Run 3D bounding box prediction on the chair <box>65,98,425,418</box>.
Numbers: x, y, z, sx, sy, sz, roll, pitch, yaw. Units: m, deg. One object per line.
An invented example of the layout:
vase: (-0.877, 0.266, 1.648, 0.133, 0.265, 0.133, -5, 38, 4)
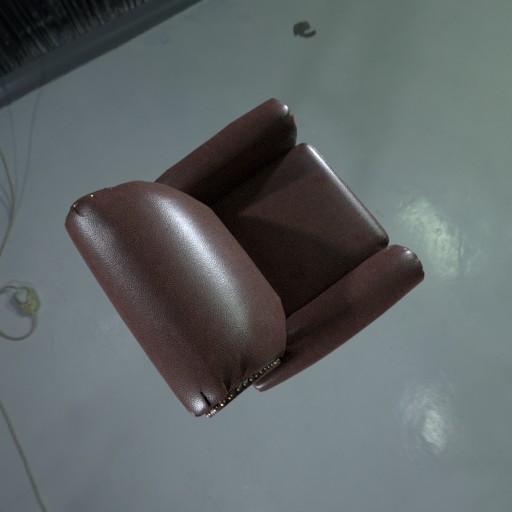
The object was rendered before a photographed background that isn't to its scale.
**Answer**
chair: (0.000, 0.000, 1.605, 0.890, 0.927, 0.854, -36, 78, -9)
